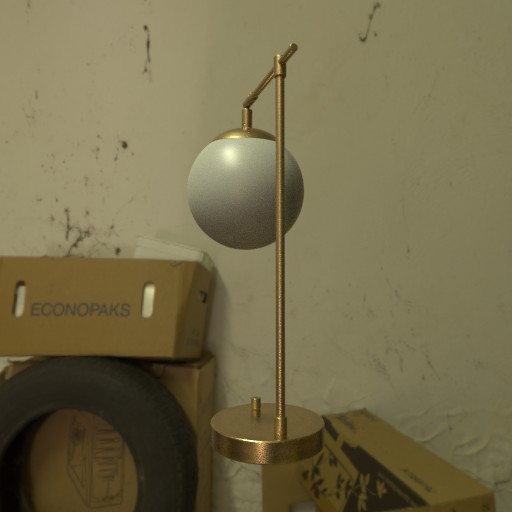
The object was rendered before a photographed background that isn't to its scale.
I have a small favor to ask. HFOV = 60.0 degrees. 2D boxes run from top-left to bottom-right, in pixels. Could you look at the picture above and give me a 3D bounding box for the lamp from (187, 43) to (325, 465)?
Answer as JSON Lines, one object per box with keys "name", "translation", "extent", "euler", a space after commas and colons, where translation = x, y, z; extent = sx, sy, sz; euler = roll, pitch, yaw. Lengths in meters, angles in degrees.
{"name": "lamp", "translation": [0.000, 0.000, 0.728], "extent": [0.207, 0.559, 0.324], "euler": [1, -2, -18]}
